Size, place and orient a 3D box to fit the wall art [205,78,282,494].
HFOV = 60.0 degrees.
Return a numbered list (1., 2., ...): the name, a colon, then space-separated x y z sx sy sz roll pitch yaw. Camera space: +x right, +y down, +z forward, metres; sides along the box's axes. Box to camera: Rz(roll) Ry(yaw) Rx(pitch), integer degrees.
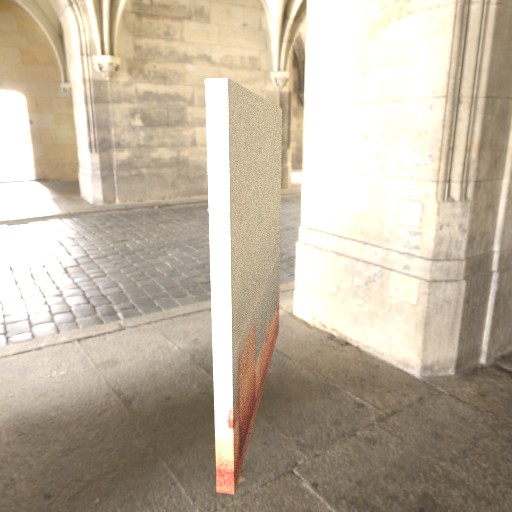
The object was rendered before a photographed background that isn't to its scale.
1. wall art: 0.000 0.000 1.131 0.042 0.760 0.760 2 15 9
